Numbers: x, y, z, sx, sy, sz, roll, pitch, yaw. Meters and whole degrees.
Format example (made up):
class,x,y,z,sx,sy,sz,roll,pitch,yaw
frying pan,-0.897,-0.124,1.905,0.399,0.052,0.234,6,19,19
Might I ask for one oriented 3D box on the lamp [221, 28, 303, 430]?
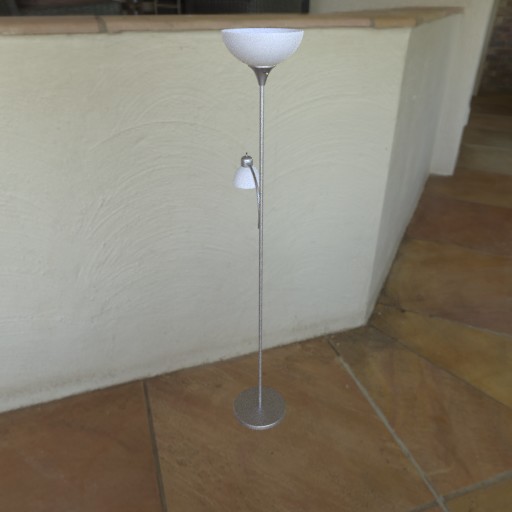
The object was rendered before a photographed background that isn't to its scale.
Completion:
class,x,y,z,sx,sy,sz,roll,pitch,yaw
lamp,0.000,0.000,1.978,0.279,1.804,0.425,-8,31,-13
